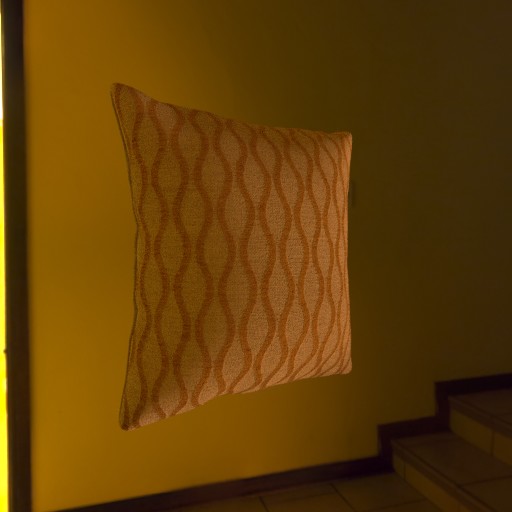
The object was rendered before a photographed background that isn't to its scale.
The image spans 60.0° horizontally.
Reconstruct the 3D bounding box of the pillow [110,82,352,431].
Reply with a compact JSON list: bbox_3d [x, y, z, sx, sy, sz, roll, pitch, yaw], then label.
[{"bbox_3d":[0.000,0.000,0.667,0.429,0.436,0.159,-1,2,-37],"label":"pillow"}]
